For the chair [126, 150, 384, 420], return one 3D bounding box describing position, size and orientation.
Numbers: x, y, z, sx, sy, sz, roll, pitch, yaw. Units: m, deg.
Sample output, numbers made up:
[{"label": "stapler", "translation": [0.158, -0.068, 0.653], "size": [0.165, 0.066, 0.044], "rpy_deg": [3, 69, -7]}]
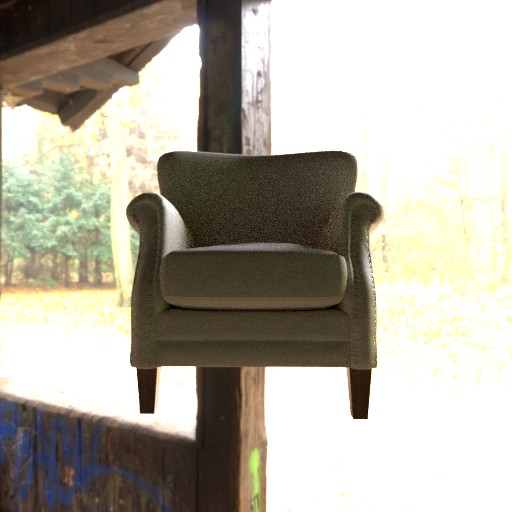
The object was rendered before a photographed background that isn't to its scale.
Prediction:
[{"label": "chair", "translation": [0.000, 0.000, 1.672], "size": [0.861, 0.936, 0.921], "rpy_deg": [0, 0, 1]}]
